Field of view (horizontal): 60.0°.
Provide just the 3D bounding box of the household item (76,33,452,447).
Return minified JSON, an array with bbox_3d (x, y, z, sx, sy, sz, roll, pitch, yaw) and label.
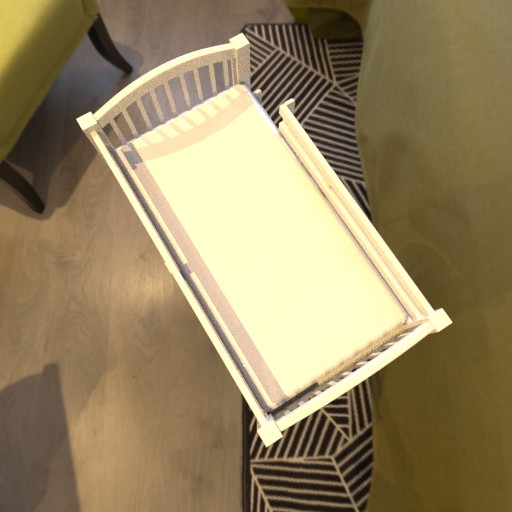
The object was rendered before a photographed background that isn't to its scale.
[{"bbox_3d":[0.000,0.000,3.259,1.143,2.032,2.032,-31,78,-8],"label":"household item"}]
